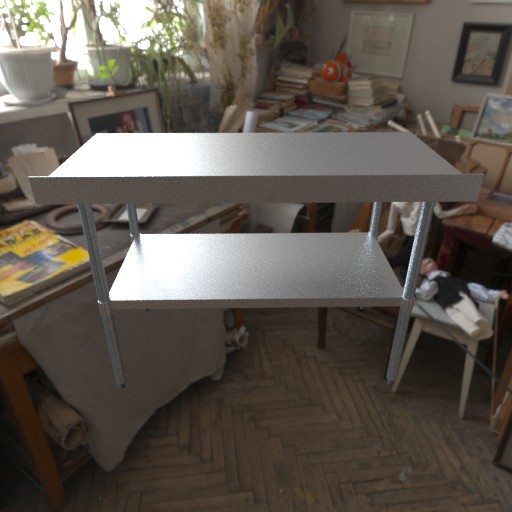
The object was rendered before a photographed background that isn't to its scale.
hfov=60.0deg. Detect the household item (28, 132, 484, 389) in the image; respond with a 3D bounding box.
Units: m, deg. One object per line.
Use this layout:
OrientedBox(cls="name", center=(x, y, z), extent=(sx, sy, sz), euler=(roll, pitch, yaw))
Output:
OrientedBox(cls="household item", center=(0.000, 0.000, 1.662), extent=(1.219, 0.851, 0.610), euler=(-1, 30, -1))
